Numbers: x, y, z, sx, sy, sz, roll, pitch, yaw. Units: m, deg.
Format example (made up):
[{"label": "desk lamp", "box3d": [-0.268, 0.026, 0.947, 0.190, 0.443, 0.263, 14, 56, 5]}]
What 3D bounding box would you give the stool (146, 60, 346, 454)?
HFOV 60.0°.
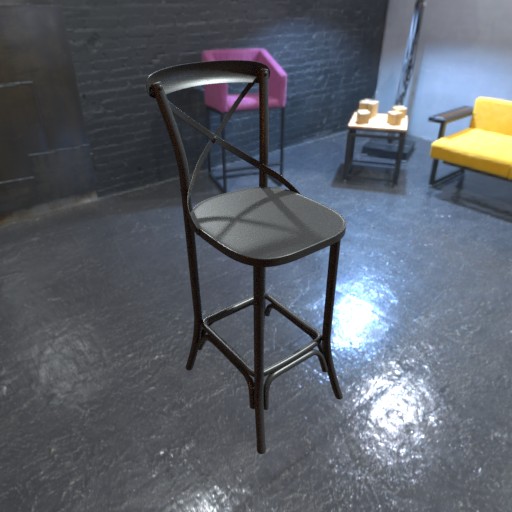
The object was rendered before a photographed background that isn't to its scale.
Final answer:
[{"label": "stool", "box3d": [0.000, 0.000, 1.518, 0.457, 1.168, 0.584, -22, 38, -32]}]
